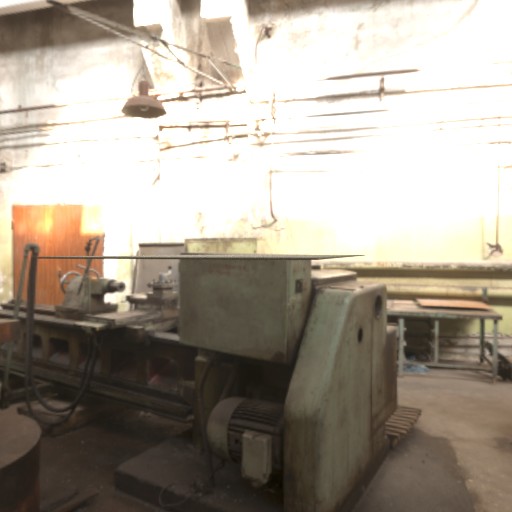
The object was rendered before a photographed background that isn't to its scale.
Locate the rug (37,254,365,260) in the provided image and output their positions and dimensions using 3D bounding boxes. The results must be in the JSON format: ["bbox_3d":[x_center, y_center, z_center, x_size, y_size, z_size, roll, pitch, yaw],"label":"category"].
[{"bbox_3d":[0.000,0.000,3.647,1.546,0.011,3.048,0,0,18],"label":"rug"}]
